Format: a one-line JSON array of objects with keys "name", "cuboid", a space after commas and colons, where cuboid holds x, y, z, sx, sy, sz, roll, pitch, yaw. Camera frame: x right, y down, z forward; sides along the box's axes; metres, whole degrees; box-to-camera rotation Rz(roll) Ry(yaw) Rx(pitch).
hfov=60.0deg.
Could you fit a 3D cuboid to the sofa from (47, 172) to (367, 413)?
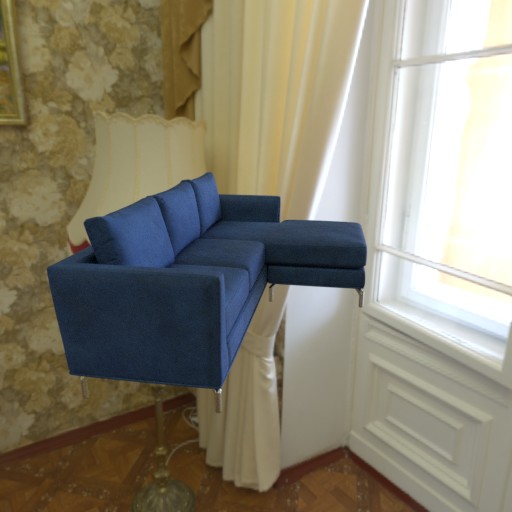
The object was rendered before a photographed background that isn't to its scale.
[{"name": "sofa", "cuboid": [0.000, 0.000, 3.189, 1.622, 0.987, 2.438, 3, 17, 9]}]
